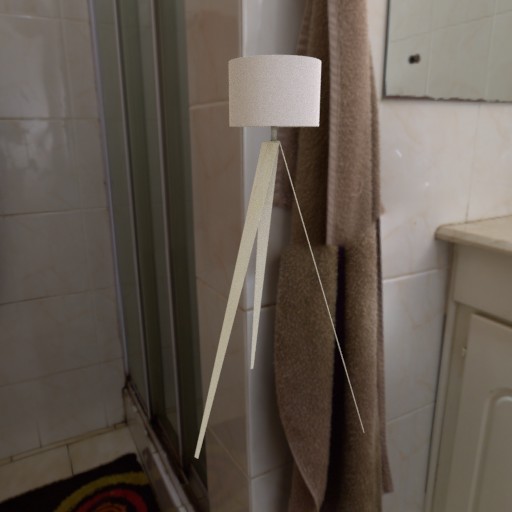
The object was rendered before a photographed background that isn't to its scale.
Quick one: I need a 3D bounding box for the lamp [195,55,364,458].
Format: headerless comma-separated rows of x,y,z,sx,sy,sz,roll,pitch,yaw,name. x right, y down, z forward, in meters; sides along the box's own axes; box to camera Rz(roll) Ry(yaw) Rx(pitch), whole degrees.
0.000,0.000,1.897,0.724,1.524,0.716,-8,17,-25,lamp
